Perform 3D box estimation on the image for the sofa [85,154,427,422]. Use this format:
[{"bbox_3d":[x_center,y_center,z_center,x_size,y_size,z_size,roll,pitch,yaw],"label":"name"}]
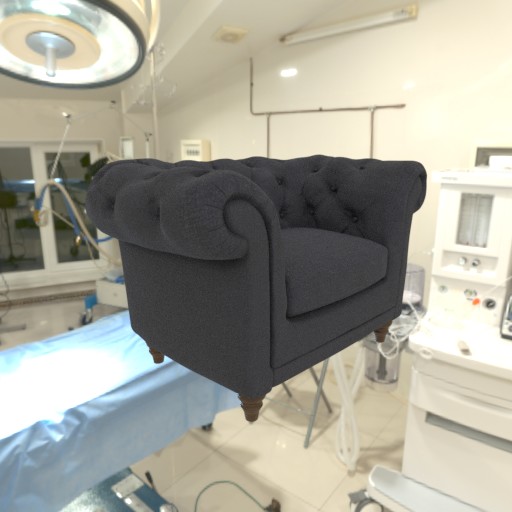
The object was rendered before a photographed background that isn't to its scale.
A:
[{"bbox_3d":[0.000,0.000,2.024,1.032,0.878,1.405,14,20,43],"label":"sofa"}]
